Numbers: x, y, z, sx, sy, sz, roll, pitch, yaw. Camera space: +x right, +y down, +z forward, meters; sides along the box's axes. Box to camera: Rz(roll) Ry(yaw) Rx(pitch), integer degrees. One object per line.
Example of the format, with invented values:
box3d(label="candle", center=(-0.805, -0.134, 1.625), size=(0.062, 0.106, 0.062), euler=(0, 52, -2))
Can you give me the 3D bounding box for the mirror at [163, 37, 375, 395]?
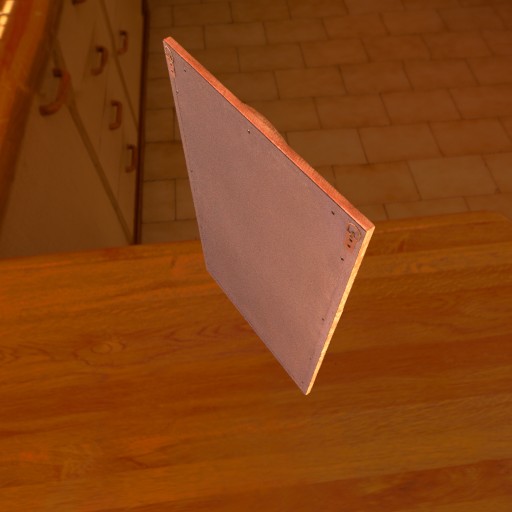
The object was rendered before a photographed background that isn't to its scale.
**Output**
box3d(label="mirror", center=(0.000, 0.000, 0.988), size=(0.058, 0.787, 0.495), euler=(-32, 64, -18))
